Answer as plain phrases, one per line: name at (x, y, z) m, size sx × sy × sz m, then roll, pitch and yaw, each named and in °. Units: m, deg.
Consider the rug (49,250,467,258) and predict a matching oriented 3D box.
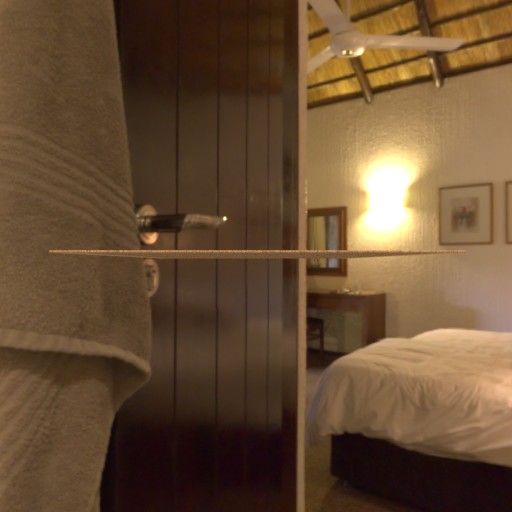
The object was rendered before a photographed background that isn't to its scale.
rug at (0.000, 0.000, 4.188) m, size 2.448 × 0.013 × 3.205 m, roll 0°, pitch -1°, yaw 0°
